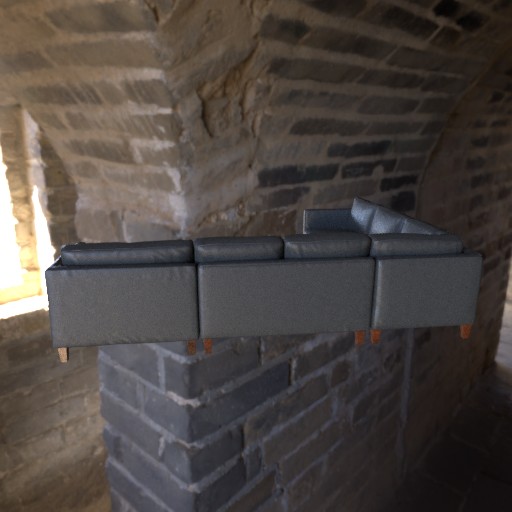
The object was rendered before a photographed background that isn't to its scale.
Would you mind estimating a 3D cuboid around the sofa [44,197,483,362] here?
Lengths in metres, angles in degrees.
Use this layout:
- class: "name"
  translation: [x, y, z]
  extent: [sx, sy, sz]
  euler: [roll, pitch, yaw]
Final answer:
- class: "sofa"
  translation: [0.000, 0.000, 4.678]
  extent: [3.460, 0.923, 2.593]
  euler: [-2, 15, -7]
